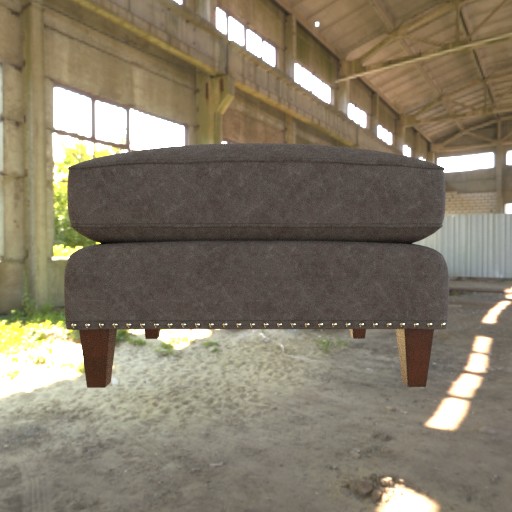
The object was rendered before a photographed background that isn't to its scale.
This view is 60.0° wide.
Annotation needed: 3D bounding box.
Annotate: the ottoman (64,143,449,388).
[{"bbox_3d":[0.000,0.000,1.129,0.741,0.513,0.584,0,1,0],"label":"ottoman"}]
